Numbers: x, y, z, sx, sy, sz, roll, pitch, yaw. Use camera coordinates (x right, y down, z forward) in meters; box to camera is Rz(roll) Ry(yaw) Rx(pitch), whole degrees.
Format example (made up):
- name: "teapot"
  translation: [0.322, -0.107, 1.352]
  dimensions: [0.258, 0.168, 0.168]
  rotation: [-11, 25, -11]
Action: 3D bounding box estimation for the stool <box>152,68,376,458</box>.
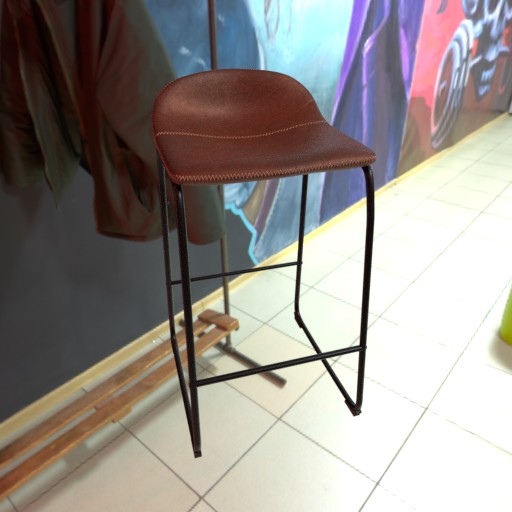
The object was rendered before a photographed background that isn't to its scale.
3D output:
- name: "stool"
  translation: [0.000, 0.000, 1.128]
  dimensions: [0.454, 0.830, 0.473]
  rotation: [-9, 31, -14]
